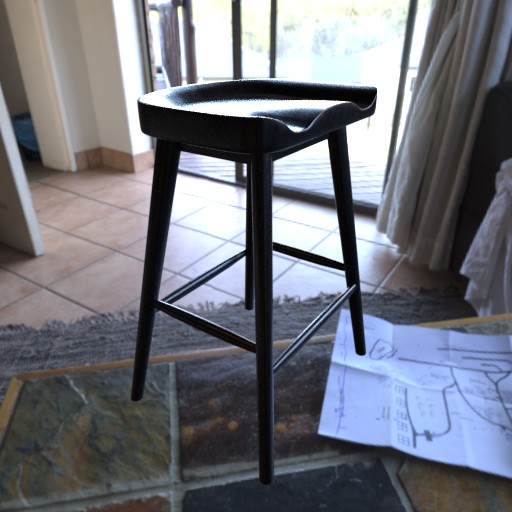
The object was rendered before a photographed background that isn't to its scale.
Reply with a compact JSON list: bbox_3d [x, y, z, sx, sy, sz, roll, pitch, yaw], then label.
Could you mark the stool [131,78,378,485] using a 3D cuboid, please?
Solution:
[{"bbox_3d":[0.000,0.000,0.876,0.361,0.615,0.440,18,33,31],"label":"stool"}]
